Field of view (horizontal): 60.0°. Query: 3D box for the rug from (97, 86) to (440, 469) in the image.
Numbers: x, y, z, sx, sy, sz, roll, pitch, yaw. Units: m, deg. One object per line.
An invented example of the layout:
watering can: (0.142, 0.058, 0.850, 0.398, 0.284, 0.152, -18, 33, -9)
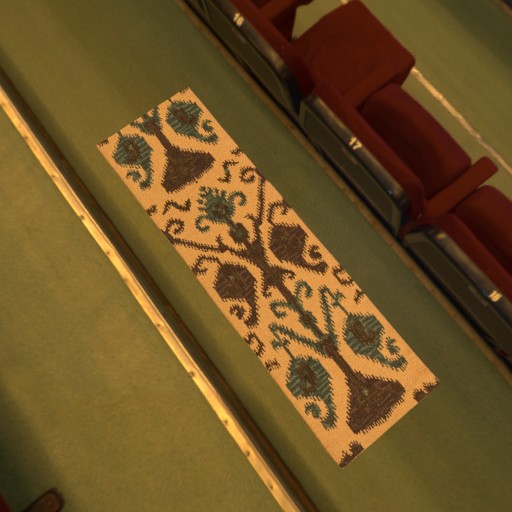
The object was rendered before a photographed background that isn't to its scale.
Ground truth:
rug: (0.000, 0.000, 2.524, 0.692, 0.017, 2.301, -37, 78, -9)
